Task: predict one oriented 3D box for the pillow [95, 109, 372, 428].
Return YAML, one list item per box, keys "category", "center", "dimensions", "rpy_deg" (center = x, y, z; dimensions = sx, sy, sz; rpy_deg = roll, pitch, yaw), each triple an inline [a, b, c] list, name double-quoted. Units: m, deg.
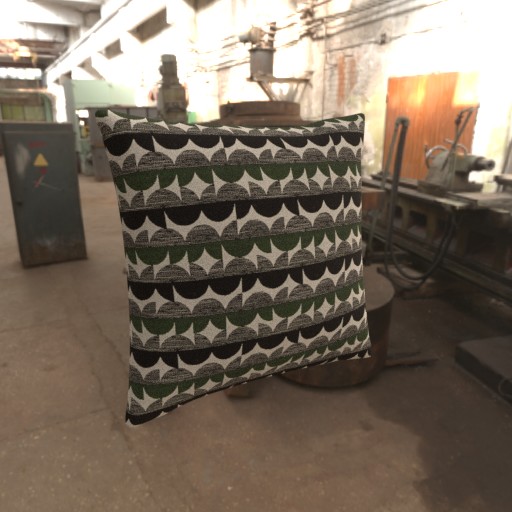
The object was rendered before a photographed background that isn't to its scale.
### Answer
- category: "pillow"
  center: [0.000, 0.000, 0.648]
  dimensions: [0.419, 0.404, 0.180]
  rpy_deg: [-8, 18, -27]
